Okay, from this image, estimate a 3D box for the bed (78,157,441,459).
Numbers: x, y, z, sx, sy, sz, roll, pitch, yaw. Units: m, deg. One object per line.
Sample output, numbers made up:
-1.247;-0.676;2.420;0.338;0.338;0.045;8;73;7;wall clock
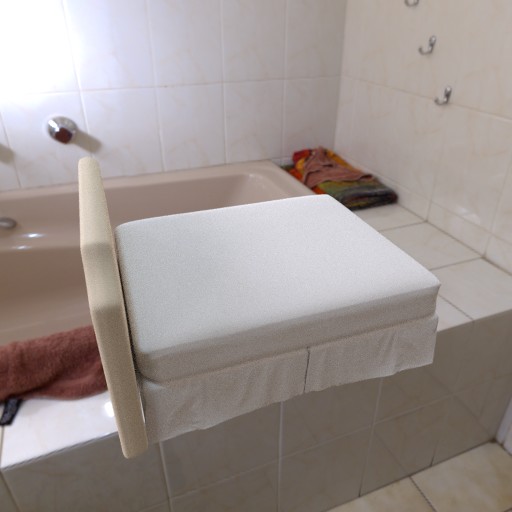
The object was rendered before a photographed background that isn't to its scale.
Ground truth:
0.000;0.000;3.225;2.209;1.296;1.827;-10;32;-17;bed
